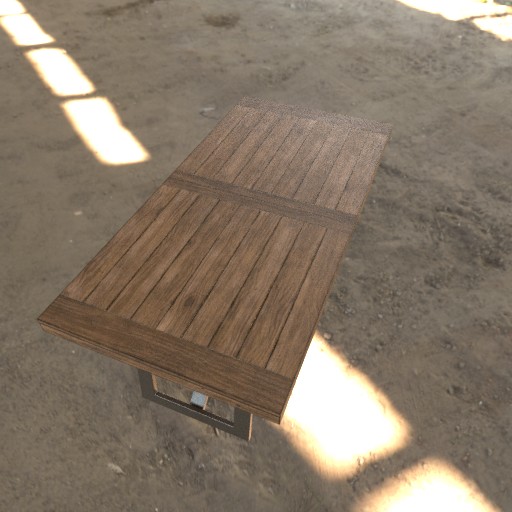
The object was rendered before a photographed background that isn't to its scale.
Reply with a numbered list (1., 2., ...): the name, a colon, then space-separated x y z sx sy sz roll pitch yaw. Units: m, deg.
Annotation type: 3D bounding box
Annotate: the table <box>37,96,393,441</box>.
1. table: 0.000 0.000 2.337 0.931 0.757 1.867 16 48 15
